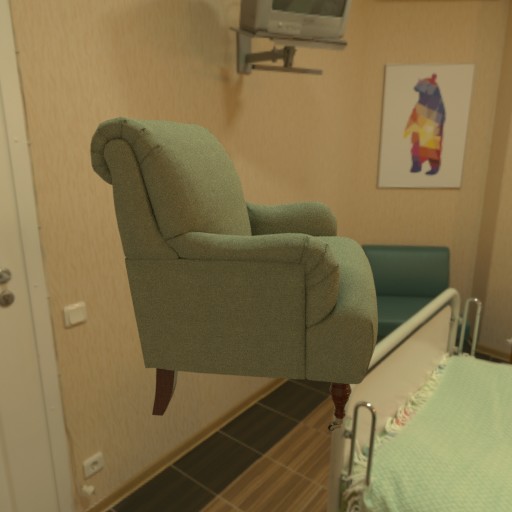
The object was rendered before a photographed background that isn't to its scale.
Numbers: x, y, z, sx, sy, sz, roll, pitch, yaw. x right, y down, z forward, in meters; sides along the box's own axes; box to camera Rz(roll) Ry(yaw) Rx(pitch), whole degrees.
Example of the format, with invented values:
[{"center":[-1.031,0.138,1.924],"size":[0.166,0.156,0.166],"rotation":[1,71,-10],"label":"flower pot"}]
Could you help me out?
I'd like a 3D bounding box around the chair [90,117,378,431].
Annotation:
[{"center":[0.000,0.000,2.012],"size":[1.060,1.178,0.964],"rotation":[2,15,9],"label":"chair"}]
